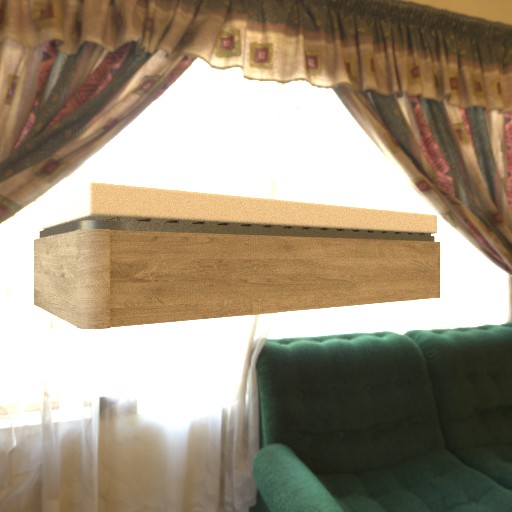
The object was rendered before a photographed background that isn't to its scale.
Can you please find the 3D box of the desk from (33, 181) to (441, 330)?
[{"bbox_3d":[0.000,0.000,2.237,1.900,0.455,0.900,0,0,-35],"label":"desk"}]
